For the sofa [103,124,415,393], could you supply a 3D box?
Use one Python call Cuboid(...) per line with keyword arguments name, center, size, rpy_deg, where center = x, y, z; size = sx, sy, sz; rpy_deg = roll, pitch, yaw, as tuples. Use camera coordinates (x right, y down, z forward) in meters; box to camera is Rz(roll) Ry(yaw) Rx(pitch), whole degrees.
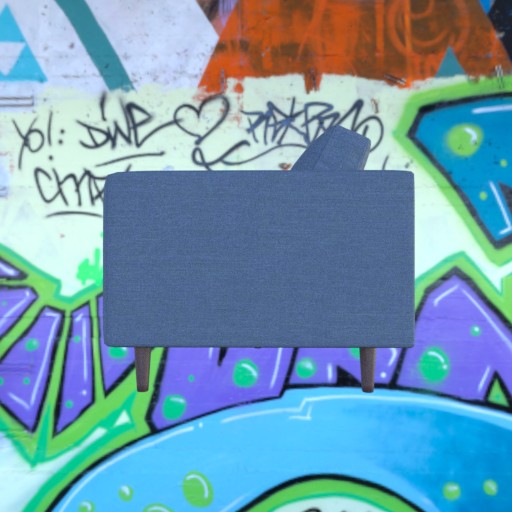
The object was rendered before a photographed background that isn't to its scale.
Cuboid(name="sofa", center=(0.000, 0.000, 2.193), size=(0.999, 0.907, 1.659), rpy_deg=(0, 0, 1))
